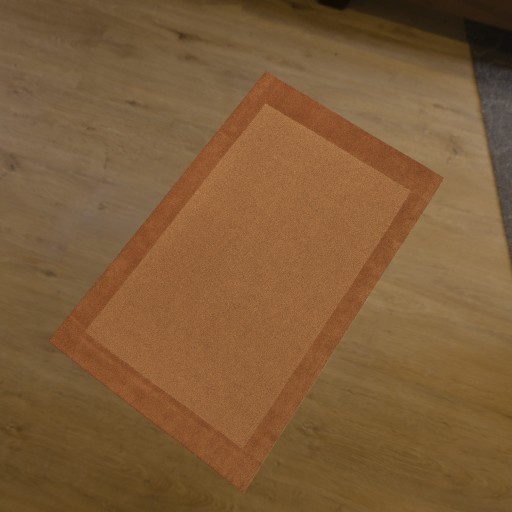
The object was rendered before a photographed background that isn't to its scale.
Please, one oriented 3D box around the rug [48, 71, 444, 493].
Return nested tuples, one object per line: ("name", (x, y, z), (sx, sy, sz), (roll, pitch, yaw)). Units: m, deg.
("rug", (0.000, 0.000, 2.960), (1.524, 0.014, 2.438), (34, 78, 8))
